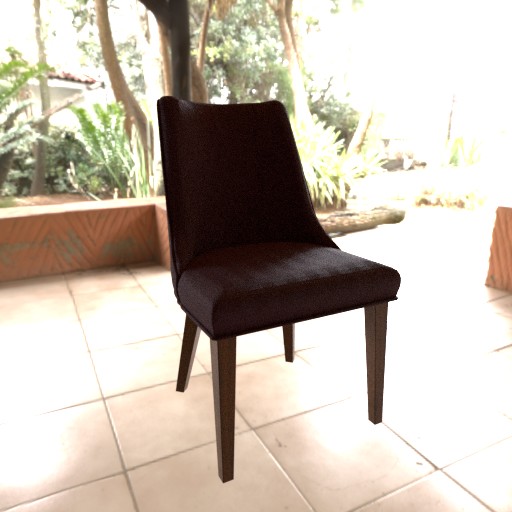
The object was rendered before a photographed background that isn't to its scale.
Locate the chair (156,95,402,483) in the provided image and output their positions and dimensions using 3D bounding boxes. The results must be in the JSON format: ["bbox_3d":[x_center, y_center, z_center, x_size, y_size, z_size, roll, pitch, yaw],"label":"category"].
[{"bbox_3d":[0.000,0.000,1.317,0.548,0.916,0.638,-8,17,-27],"label":"chair"}]
